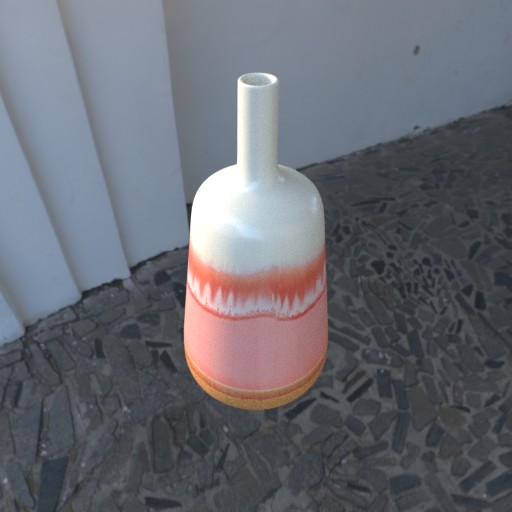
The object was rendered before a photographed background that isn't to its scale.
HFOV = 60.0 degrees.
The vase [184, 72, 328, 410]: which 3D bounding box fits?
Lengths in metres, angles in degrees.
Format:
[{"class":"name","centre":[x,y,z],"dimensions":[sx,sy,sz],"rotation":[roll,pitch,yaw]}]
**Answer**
[{"class":"vase","centre":[0.000,0.000,0.378],"dimensions":[0.144,0.296,0.144],"rotation":[0,41,0]}]
